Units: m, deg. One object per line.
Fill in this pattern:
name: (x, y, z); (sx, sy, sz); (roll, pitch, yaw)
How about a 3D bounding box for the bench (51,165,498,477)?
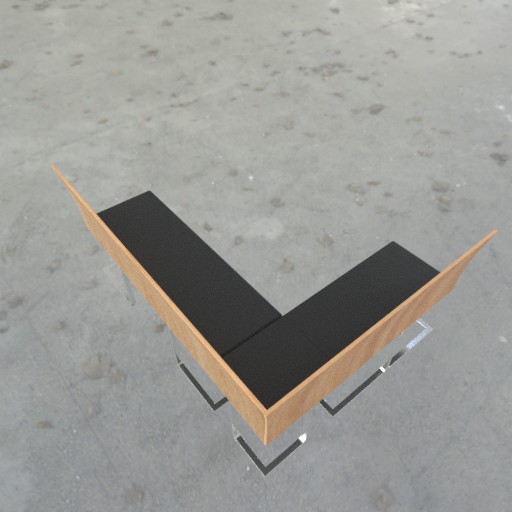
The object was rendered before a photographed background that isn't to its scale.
bench: (0.000, 0.000, 2.714); (1.495, 0.930, 1.945); (-30, 53, -26)
